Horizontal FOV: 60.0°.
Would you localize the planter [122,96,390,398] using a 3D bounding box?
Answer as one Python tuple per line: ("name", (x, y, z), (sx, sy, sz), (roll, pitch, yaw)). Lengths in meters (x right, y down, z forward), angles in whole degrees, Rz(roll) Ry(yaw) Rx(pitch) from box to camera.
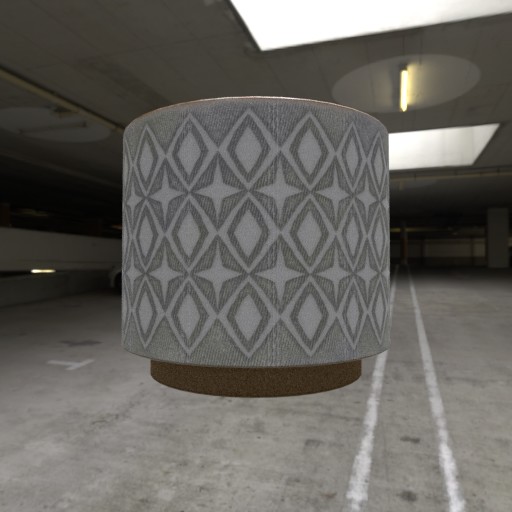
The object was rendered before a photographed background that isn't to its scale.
("planter", (0.000, 0.000, 0.441), (0.255, 0.223, 0.255), (0, -1, 0))
